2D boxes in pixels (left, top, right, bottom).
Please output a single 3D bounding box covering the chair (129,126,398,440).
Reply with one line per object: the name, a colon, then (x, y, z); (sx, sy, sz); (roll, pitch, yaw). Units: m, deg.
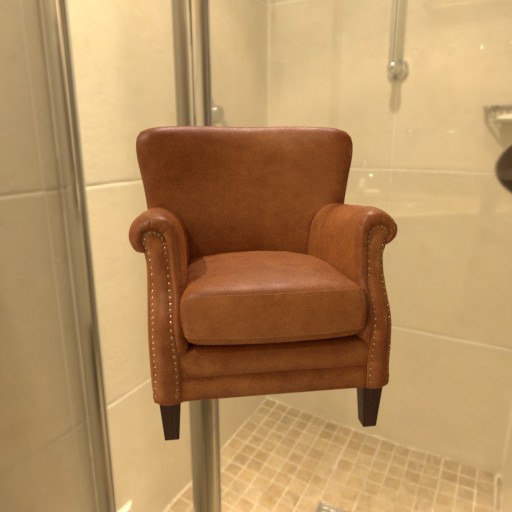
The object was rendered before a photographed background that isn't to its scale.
chair: (0.000, 0.000, 1.629); (0.861, 0.936, 0.921); (-2, 15, -8)
